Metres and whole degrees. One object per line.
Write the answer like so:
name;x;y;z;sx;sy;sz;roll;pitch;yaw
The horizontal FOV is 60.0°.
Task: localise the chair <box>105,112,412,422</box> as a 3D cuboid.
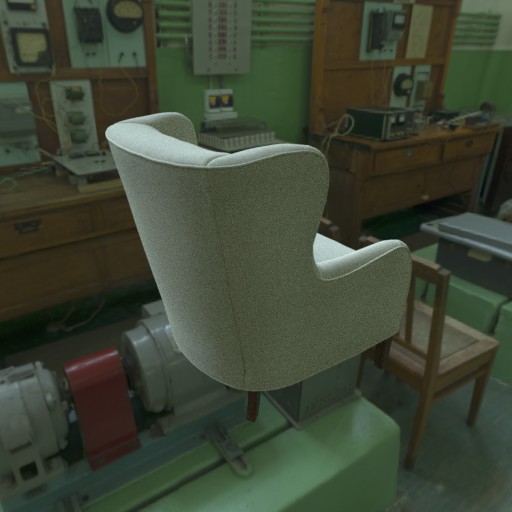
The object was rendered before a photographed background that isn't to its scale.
chair;0.000;0.000;1.763;0.966;1.040;0.838;-17;31;-32
